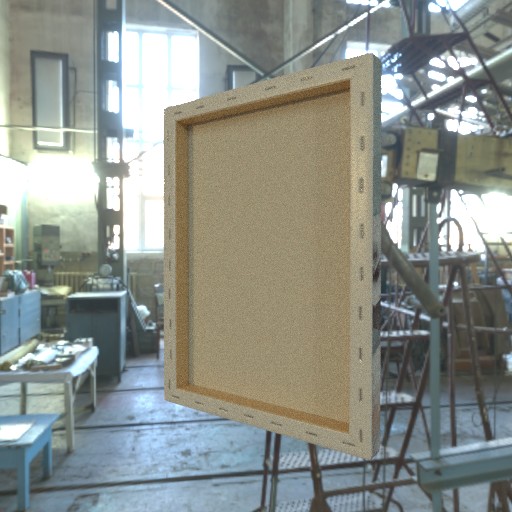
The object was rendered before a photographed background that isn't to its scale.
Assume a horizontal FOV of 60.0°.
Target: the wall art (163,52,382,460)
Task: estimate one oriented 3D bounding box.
[{"bbox_3d":[0.000,0.000,0.809,0.455,0.613,0.037,1,1,36],"label":"wall art"}]
